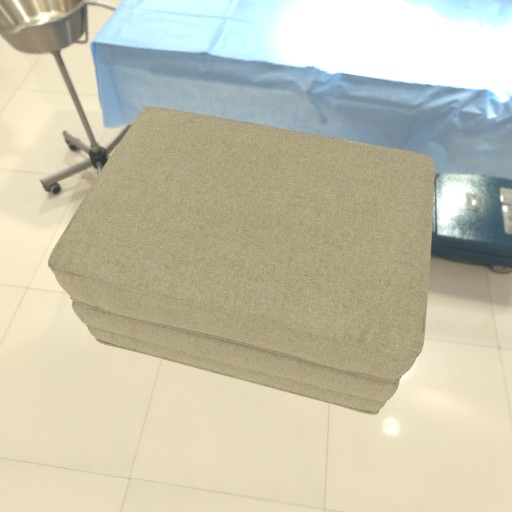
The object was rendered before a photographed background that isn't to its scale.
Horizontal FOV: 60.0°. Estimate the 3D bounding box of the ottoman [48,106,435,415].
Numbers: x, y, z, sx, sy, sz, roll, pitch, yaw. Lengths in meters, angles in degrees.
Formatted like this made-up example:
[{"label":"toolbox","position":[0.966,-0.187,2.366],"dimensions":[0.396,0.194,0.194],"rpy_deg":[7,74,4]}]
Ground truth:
[{"label":"ottoman","position":[0.000,0.000,1.238],"dimensions":[0.848,0.508,0.611],"rpy_deg":[13,57,8]}]
